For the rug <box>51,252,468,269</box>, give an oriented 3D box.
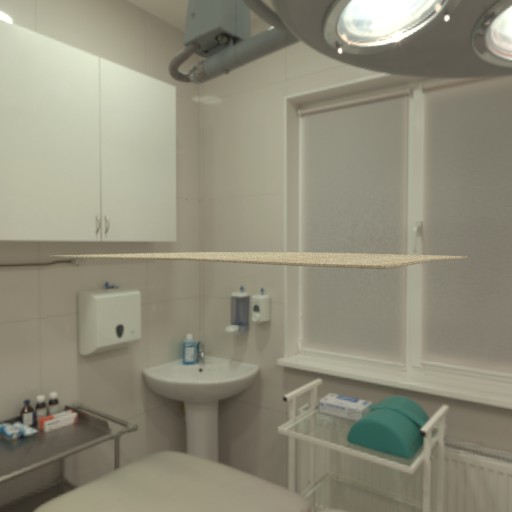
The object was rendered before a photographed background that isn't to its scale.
[{"bbox_3d":[0.000,0.000,2.973,2.346,0.029,1.574,1,2,36],"label":"rug"}]
